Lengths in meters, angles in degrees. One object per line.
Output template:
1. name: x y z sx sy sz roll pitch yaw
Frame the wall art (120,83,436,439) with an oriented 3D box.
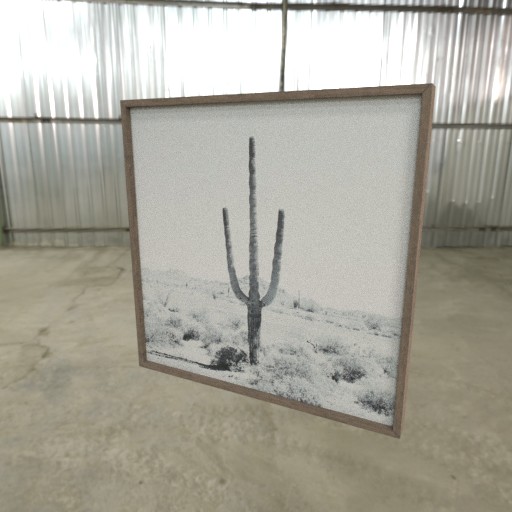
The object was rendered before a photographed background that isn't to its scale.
1. wall art: 0.000 0.000 0.738 0.508 0.508 0.038 7 16 26
